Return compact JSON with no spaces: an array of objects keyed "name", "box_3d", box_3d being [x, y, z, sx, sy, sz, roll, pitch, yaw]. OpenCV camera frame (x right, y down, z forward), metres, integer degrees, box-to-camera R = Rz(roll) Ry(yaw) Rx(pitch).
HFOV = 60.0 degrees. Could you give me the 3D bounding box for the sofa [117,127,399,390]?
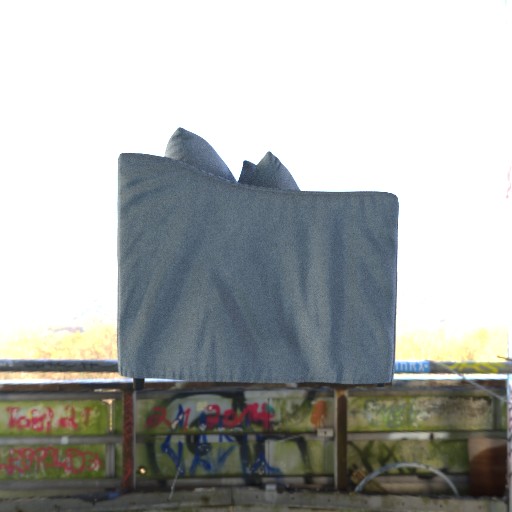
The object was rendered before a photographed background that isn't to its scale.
[{"name":"sofa","box_3d":[0.000,0.000,2.597,1.072,1.018,2.010,0,0,-1]}]
